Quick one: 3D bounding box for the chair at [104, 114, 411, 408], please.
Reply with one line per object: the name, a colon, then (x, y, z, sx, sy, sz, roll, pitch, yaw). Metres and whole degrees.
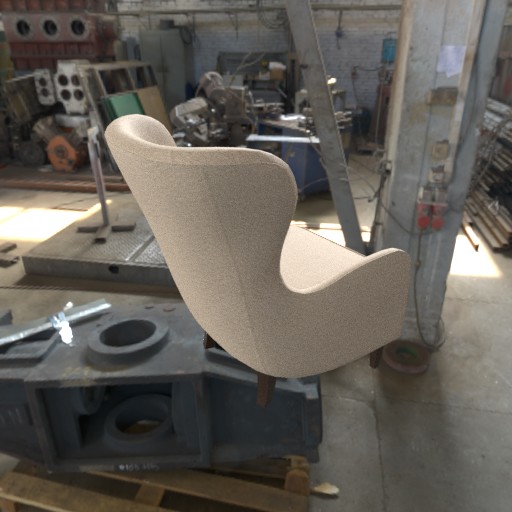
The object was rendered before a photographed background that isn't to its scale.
chair: (0.000, 0.000, 1.787, 0.984, 1.064, 0.861, -17, 30, -31)
